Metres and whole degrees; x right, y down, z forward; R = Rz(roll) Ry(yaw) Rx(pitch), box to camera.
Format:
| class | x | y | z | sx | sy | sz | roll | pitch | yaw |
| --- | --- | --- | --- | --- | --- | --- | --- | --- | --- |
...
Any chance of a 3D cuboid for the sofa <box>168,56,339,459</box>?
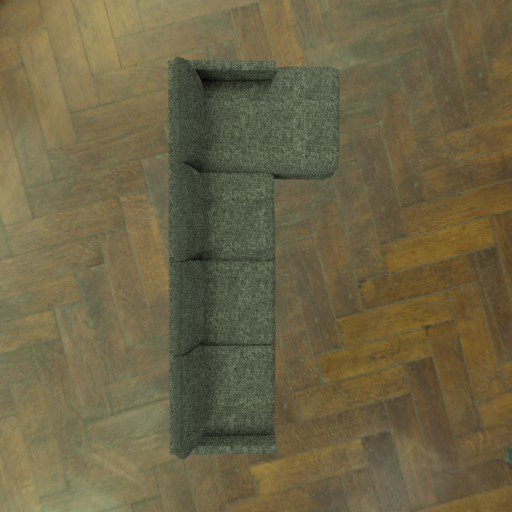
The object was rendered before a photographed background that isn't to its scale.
| class | x | y | z | sx | sy | sz | roll | pitch | yaw |
| --- | --- | --- | --- | --- | --- | --- | --- | --- | --- |
| sofa | 0.000 | 0.000 | 4.004 | 1.488 | 0.970 | 3.384 | 0 | 91 | -1 |
